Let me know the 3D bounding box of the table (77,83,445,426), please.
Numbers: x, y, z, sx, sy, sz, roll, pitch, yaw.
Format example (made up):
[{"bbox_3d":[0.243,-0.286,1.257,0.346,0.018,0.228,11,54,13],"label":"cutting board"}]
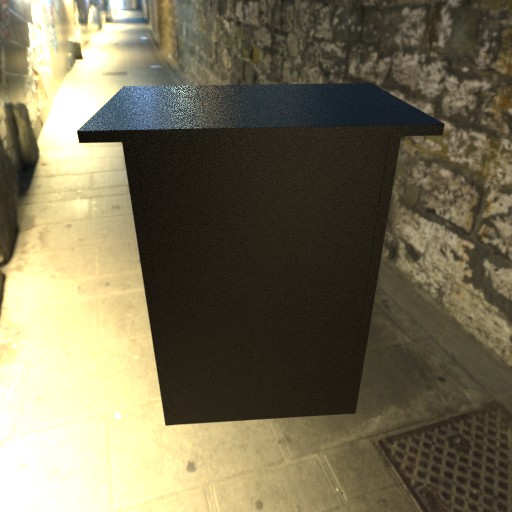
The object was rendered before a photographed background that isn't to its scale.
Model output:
[{"bbox_3d":[0.000,0.000,1.060,0.589,0.711,0.408,-2,30,-4],"label":"table"}]
